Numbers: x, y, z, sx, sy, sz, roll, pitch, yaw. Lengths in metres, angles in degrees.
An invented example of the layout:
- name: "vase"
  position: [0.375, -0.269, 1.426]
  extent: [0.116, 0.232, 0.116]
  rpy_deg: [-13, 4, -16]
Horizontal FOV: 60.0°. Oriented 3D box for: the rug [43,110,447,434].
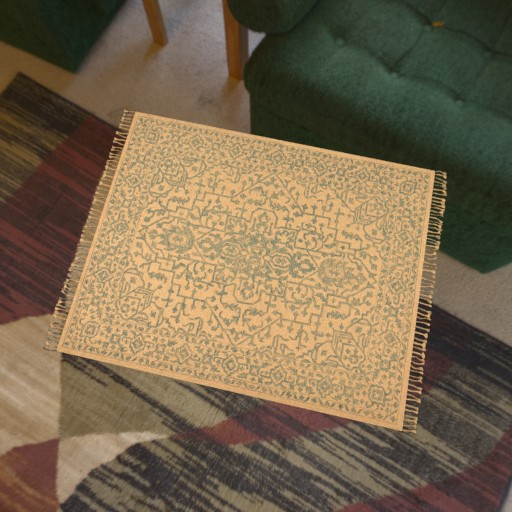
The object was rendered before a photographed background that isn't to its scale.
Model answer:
- name: "rug"
  position: [0.000, 0.000, 4.113]
  extent: [3.327, 0.010, 2.464]
  rpy_deg: [12, 75, 3]
